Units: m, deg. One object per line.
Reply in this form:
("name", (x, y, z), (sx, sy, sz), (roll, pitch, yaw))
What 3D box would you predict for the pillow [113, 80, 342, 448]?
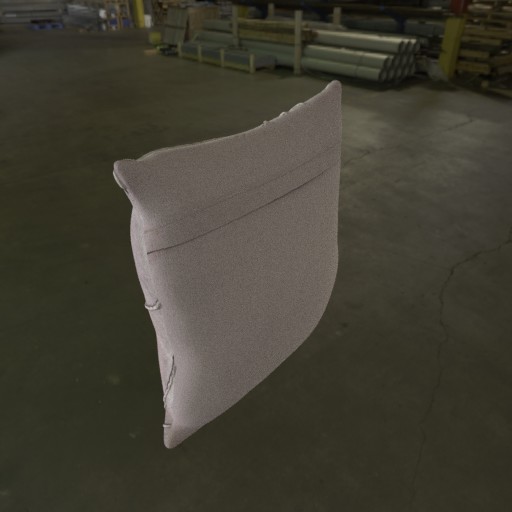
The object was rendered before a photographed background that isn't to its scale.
("pillow", (0.000, 0.000, 0.668), (0.185, 0.440, 0.439), (22, 39, 31))
